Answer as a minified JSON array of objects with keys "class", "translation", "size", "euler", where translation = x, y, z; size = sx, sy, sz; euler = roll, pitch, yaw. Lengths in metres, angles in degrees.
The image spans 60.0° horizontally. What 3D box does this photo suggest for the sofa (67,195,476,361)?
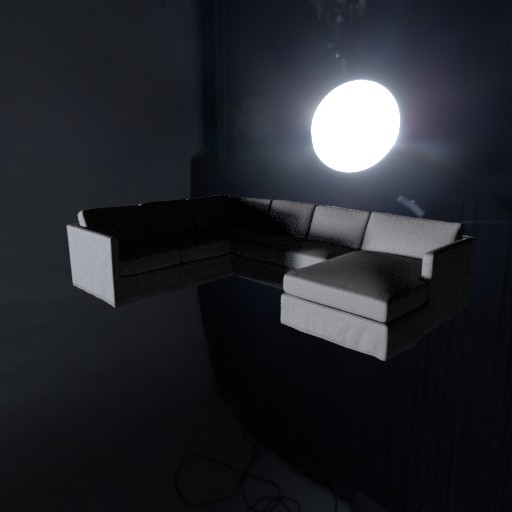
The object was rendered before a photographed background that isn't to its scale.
[{"class":"sofa","translation":[0.000,0.000,4.531],"size":[2.427,0.882,3.460],"euler":[-14,19,-43]}]
